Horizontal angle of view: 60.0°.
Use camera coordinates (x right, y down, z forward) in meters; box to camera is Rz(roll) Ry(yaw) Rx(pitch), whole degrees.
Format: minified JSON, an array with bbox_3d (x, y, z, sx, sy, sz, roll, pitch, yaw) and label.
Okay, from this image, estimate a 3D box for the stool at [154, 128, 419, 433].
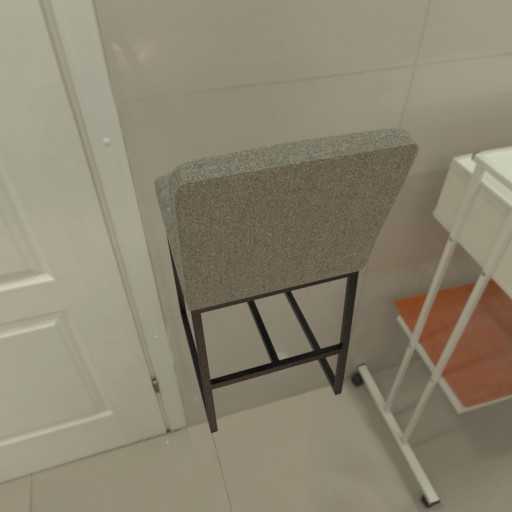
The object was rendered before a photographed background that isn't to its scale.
[{"bbox_3d":[0.000,0.000,1.247,0.460,0.940,0.560,-12,44,-13],"label":"stool"}]
